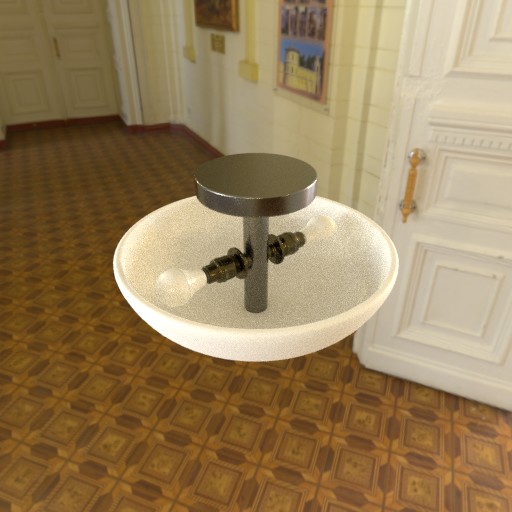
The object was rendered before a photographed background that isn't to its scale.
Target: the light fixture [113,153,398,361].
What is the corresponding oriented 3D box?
[{"bbox_3d":[0.000,0.000,0.540,0.330,0.214,0.330,0,31,0],"label":"light fixture"}]
